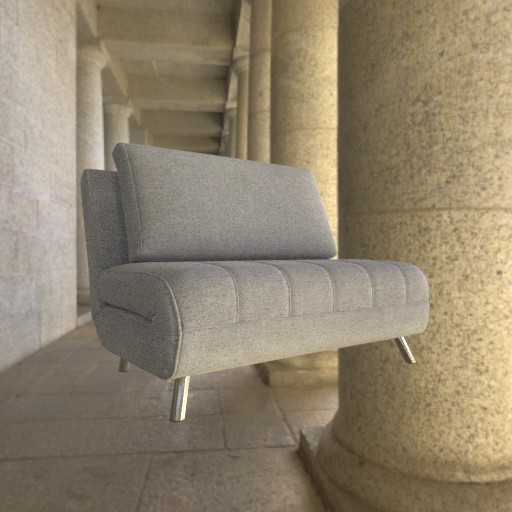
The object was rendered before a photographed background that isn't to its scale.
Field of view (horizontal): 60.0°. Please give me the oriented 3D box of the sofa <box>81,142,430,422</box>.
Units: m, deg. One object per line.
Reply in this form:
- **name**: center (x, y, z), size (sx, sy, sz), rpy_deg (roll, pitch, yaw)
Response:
- **sofa**: center (0.000, 0.000, 1.876), size (1.220, 0.910, 0.910), rpy_deg (-1, 1, -36)
